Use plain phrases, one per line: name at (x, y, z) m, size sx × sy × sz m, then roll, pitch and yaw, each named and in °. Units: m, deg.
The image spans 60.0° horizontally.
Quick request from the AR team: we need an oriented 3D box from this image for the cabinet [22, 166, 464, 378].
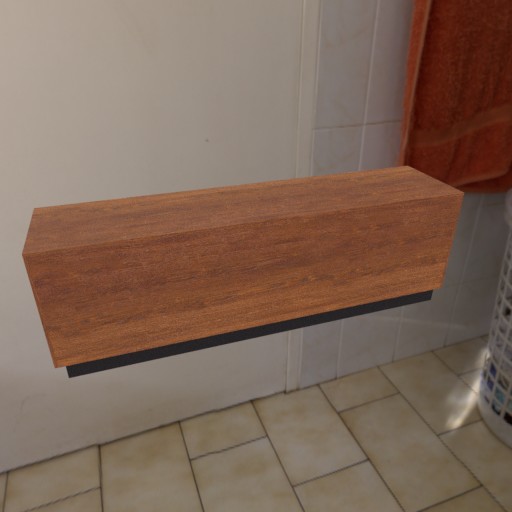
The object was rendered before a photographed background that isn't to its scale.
cabinet at (0.000, 0.000, 1.829) m, size 1.600 × 0.510 × 0.419 m, roll -9°, pitch 30°, yaw -16°
